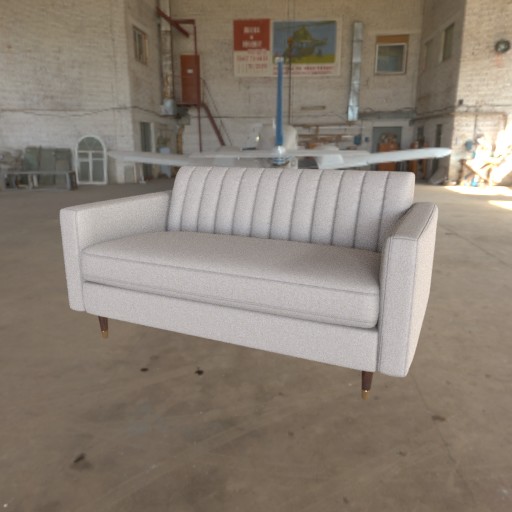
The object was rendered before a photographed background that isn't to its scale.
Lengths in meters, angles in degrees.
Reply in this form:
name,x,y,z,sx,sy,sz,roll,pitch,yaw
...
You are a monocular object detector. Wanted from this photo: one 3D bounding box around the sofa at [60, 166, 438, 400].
name,x,y,z,sx,sy,sz,roll,pitch,yaw
sofa,0.000,0.000,2.171,1.585,0.801,0.950,7,16,24
